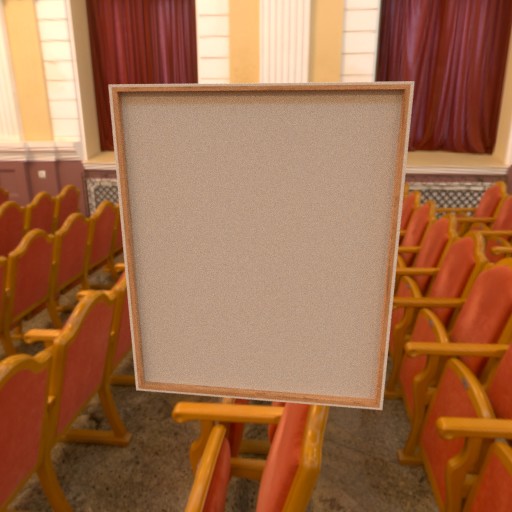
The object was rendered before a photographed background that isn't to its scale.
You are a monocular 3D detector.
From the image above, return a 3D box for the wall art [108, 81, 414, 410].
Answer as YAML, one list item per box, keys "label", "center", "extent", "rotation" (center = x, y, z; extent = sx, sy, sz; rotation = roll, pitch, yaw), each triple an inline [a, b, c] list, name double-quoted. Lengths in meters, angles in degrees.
- label: "wall art"
  center: [0.000, 0.000, 0.835]
  extent: [0.508, 0.606, 0.037]
  rotation: [2, 17, 7]
